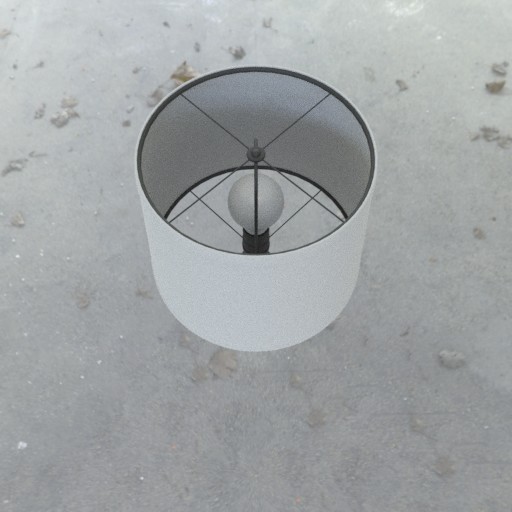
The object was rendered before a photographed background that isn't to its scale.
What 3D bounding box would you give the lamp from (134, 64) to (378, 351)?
[{"bbox_3d":[0.000,0.000,0.686,0.310,0.501,0.310,0,64,0],"label":"lamp"}]
